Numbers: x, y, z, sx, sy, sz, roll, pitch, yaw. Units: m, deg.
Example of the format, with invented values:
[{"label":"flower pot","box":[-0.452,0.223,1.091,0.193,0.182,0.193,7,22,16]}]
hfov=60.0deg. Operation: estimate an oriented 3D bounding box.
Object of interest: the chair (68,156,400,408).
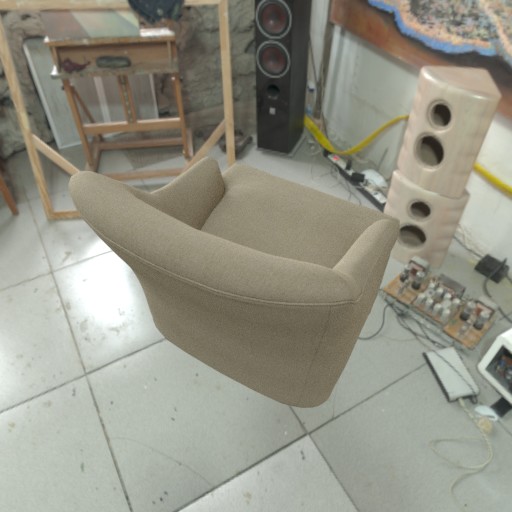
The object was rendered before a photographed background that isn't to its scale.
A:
[{"label":"chair","box":[0.000,0.000,1.566,0.864,0.856,0.923,23,50,21]}]
